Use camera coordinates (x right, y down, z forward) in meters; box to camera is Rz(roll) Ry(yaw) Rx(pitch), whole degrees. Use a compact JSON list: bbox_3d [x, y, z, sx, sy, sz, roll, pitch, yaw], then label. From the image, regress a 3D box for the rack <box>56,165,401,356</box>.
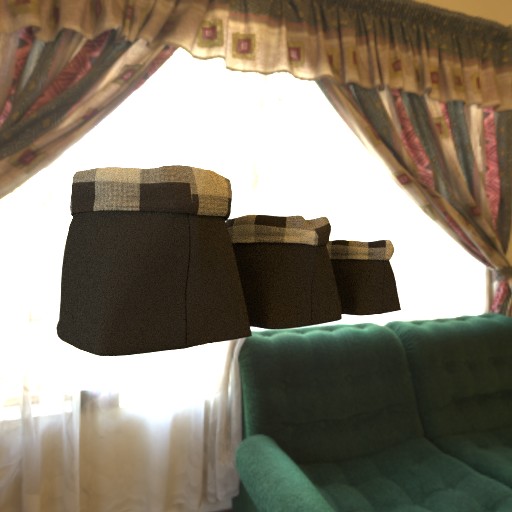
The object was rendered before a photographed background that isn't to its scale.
[{"bbox_3d":[0.000,0.000,1.083,0.889,0.329,0.370,-1,1,-38],"label":"rack"}]
